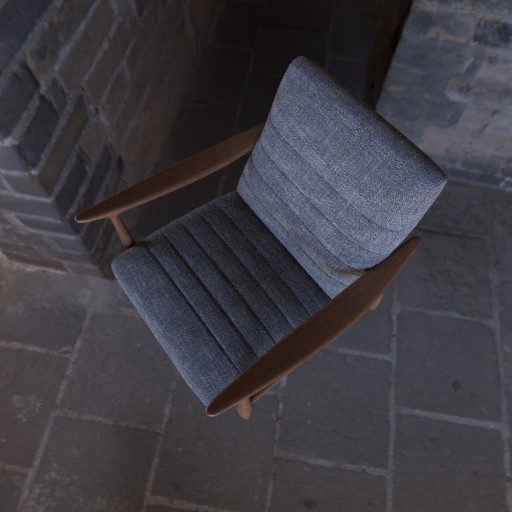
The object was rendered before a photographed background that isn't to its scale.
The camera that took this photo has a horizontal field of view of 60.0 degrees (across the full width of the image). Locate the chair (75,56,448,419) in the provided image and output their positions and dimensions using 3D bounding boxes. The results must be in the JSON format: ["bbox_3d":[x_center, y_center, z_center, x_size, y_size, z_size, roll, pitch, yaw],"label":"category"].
[{"bbox_3d":[0.000,0.000,1.426,0.798,0.832,0.741,-35,69,-15],"label":"chair"}]
